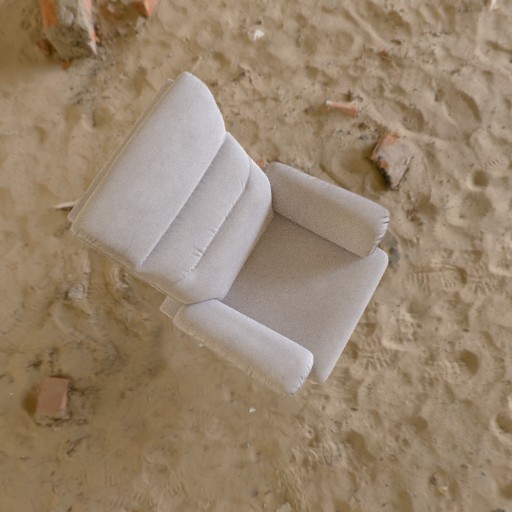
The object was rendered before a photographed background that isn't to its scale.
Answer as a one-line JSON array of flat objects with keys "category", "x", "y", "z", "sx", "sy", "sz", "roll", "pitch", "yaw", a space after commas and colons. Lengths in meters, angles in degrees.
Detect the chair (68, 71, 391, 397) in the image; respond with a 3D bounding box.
[{"category": "chair", "x": 0.000, "y": 0.000, "z": 1.759, "sx": 1.001, "sy": 1.039, "sz": 0.820, "roll": 30, "pitch": 78, "yaw": 7}]
